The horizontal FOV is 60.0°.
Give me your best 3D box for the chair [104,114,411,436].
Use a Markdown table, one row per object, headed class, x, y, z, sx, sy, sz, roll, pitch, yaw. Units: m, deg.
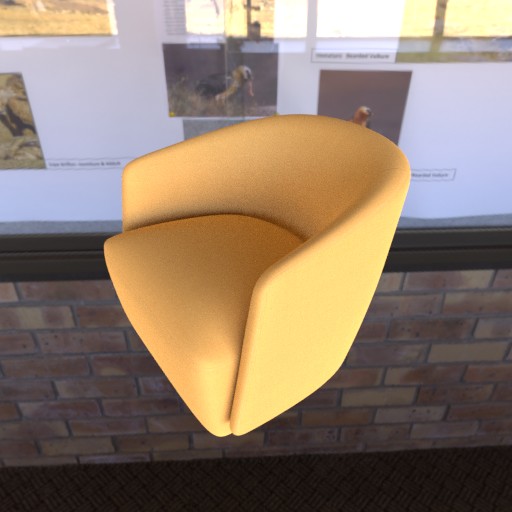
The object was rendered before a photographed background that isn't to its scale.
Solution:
| class | x | y | z | sx | sy | sz | roll | pitch | yaw |
| --- | --- | --- | --- | --- | --- | --- | --- | --- | --- |
| chair | 0.000 | 0.000 | 1.347 | 0.767 | 0.698 | 0.773 | -20 | 38 | -29 |
